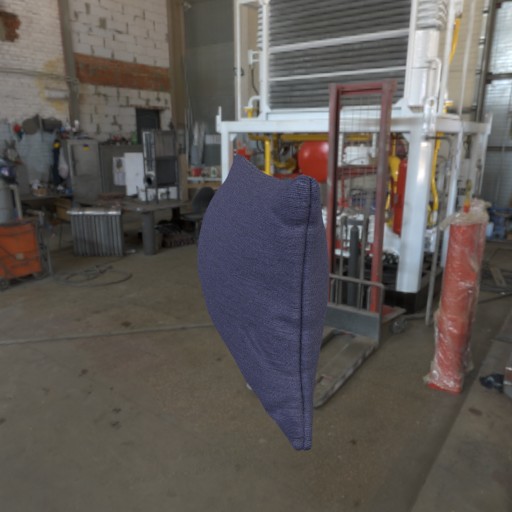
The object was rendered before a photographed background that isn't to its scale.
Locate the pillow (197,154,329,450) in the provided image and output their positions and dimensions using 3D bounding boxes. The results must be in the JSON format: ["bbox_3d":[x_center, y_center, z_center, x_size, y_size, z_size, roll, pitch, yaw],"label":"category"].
[{"bbox_3d":[0.000,0.000,0.801,0.210,0.338,0.633,-2,15,-9],"label":"pillow"}]
